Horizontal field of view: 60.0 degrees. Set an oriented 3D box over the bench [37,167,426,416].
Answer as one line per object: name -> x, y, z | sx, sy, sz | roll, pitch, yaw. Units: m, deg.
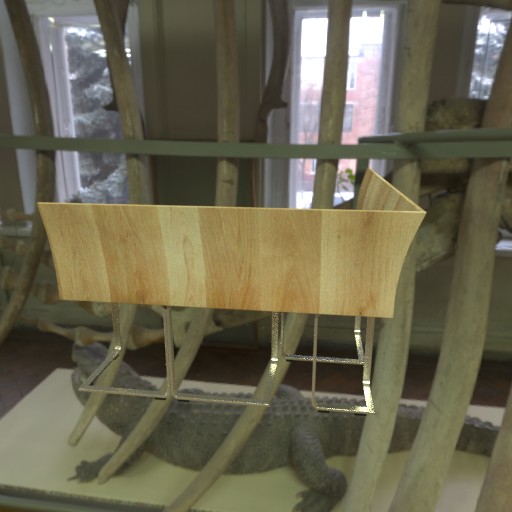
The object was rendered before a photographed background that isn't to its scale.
bench -> 0.000, 0.000, 2.723 | 1.495, 0.930, 1.945 | 2, 16, 8
